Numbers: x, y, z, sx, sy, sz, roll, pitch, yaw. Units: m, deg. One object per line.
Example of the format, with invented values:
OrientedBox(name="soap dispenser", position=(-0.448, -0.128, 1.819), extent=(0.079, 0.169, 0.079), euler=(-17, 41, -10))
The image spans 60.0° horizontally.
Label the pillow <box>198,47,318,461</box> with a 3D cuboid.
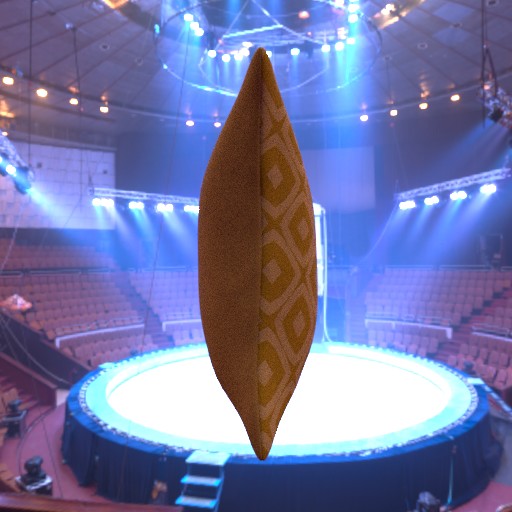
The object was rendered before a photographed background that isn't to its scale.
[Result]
OrientedBox(name="pillow", position=(0.000, 0.000, 0.775), extent=(0.188, 0.494, 0.504), euler=(0, -2, -1))
